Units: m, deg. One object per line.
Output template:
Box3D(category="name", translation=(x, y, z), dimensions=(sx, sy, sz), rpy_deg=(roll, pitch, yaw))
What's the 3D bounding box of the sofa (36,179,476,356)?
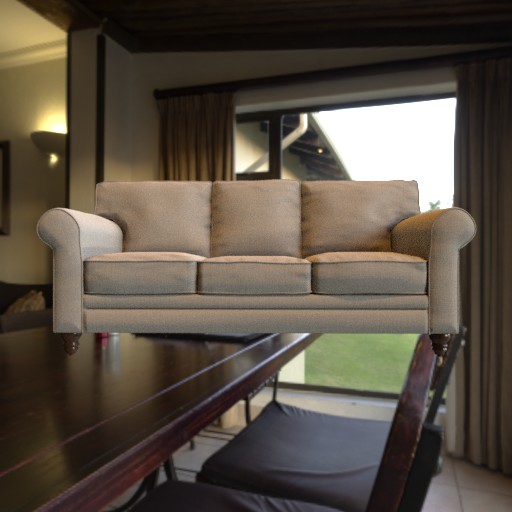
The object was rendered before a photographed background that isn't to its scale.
Box3D(category="sofa", translation=(0.000, 0.000, 2.502), dimensions=(2.084, 0.961, 0.916), rpy_deg=(0, 0, 1))
